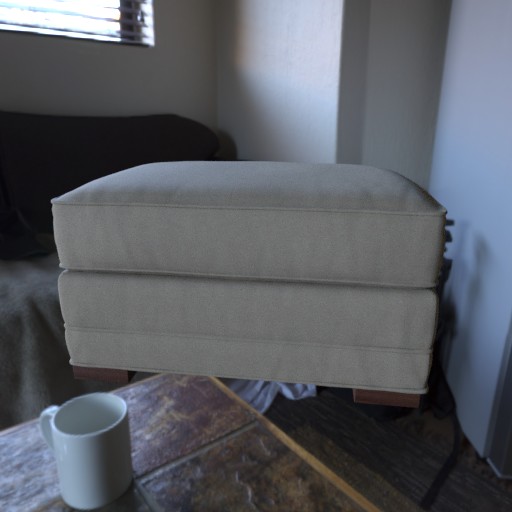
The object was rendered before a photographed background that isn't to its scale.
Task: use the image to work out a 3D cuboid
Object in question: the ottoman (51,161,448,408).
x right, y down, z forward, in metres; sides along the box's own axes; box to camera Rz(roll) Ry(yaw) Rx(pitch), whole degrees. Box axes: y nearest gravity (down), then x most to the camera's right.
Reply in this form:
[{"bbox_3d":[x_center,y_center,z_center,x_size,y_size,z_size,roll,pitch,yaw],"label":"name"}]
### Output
[{"bbox_3d":[0.000,0.000,1.214,0.848,0.482,0.611,2,18,7],"label":"ottoman"}]
